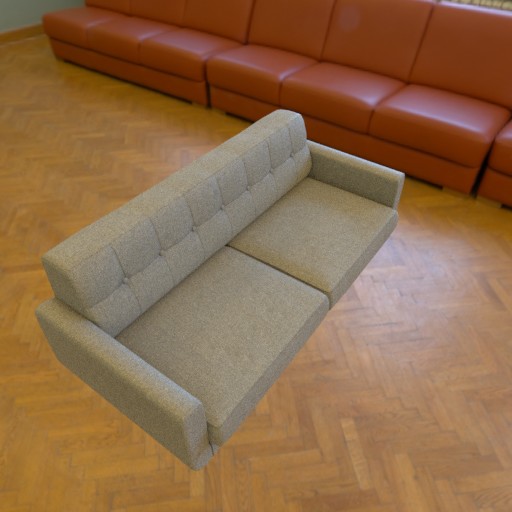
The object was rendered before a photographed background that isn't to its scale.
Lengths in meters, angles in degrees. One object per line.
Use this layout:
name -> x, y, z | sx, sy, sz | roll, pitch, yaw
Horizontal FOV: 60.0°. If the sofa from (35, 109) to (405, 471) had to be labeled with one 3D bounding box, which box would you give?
sofa -> 0.000, 0.000, 2.473 | 0.968, 0.873, 2.055 | 26, 48, 26
